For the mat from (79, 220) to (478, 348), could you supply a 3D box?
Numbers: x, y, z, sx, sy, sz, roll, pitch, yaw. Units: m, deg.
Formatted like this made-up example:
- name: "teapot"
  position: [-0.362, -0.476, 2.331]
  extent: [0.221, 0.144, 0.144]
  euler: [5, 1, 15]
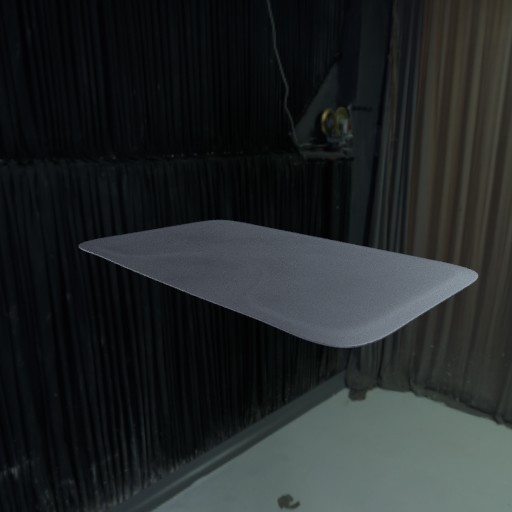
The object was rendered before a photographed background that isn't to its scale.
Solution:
- name: "mat"
  position: [0.000, 0.000, 1.829]
  extent: [0.918, 0.013, 1.524]
  euler: [-15, 21, -43]
